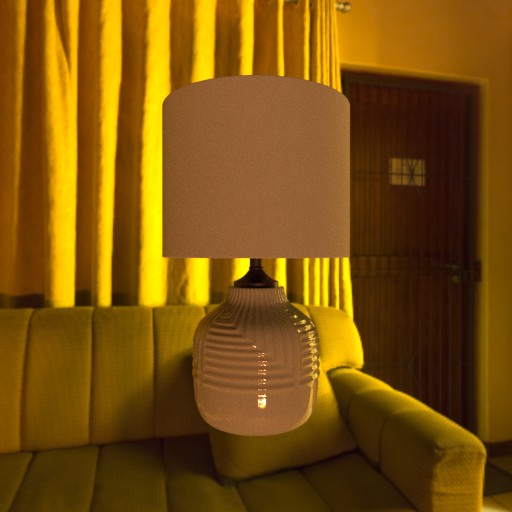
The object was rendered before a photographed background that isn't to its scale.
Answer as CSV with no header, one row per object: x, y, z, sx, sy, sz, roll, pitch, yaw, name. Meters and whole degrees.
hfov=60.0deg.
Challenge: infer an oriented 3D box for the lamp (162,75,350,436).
0.000,0.000,0.767,0.318,0.567,0.318,0,0,0,lamp
